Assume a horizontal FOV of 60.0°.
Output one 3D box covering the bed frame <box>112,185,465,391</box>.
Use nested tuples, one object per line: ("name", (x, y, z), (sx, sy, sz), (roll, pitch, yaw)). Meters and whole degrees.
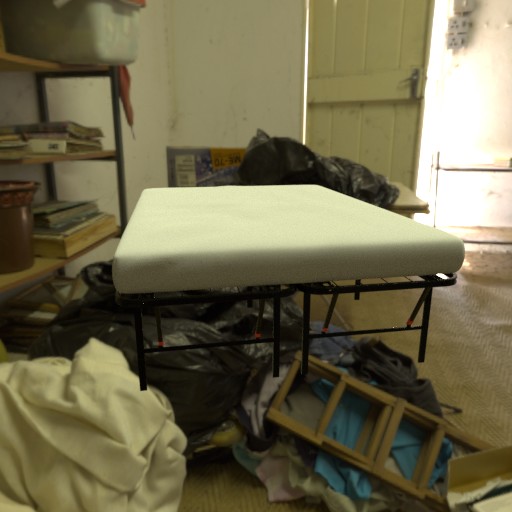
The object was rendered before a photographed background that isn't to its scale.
("bed frame", (0.000, 0.000, 2.585), (1.372, 0.637, 1.905), (-3, 16, -10))
